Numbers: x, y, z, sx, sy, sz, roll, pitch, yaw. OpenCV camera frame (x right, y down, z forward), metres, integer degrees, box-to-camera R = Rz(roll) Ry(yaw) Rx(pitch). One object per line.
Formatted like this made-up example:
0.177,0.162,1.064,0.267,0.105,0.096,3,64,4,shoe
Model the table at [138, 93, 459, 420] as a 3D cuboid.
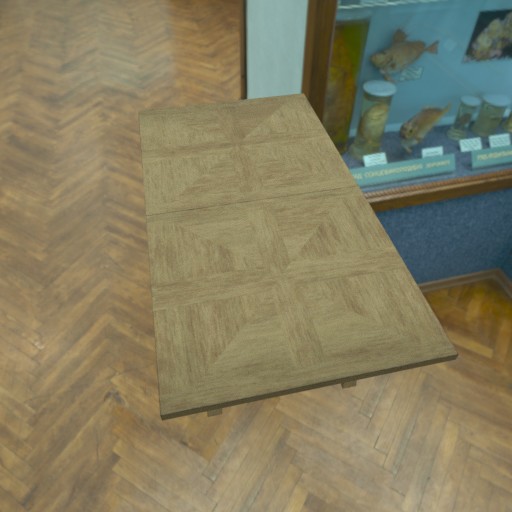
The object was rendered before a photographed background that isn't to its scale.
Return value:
0.000,0.000,2.352,1.016,0.768,1.881,-9,48,-8,table
